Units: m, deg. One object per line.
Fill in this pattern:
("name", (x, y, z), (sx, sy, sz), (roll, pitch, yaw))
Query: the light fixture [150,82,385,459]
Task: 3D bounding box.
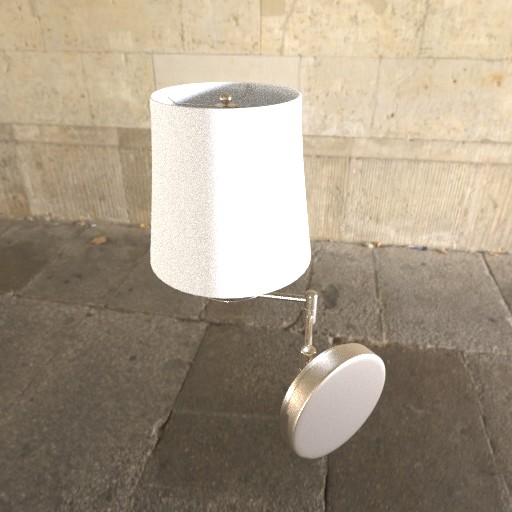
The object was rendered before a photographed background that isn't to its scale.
("light fixture", (0.000, 0.000, 0.570), (0.223, 0.381, 0.348), (-19, 35, -29))
